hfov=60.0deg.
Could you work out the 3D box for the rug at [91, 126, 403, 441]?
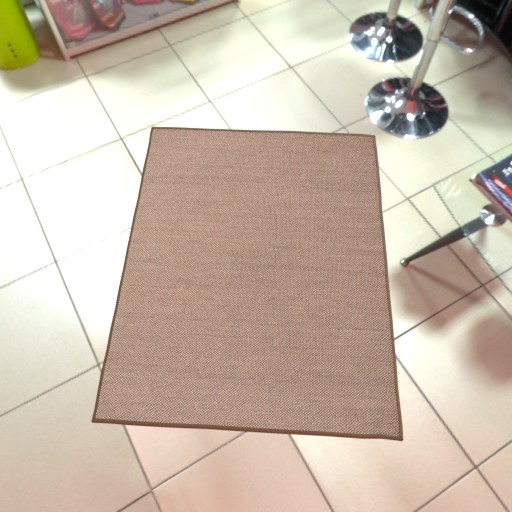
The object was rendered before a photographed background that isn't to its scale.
[{"bbox_3d":[0.000,0.000,4.083,2.413,0.020,3.041,3,63,1],"label":"rug"}]
